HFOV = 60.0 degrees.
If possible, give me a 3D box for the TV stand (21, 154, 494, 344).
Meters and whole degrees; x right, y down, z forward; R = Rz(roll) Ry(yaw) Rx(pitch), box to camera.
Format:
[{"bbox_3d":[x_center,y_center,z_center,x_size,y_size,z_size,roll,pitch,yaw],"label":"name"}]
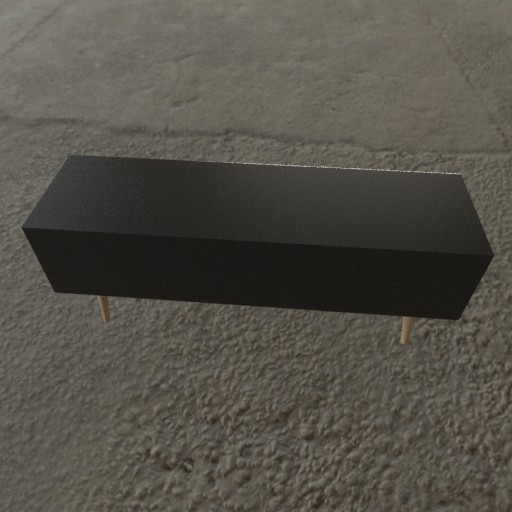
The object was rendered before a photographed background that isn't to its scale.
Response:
[{"bbox_3d":[0.000,0.000,1.544,1.312,0.518,0.390,4,46,3],"label":"TV stand"}]
